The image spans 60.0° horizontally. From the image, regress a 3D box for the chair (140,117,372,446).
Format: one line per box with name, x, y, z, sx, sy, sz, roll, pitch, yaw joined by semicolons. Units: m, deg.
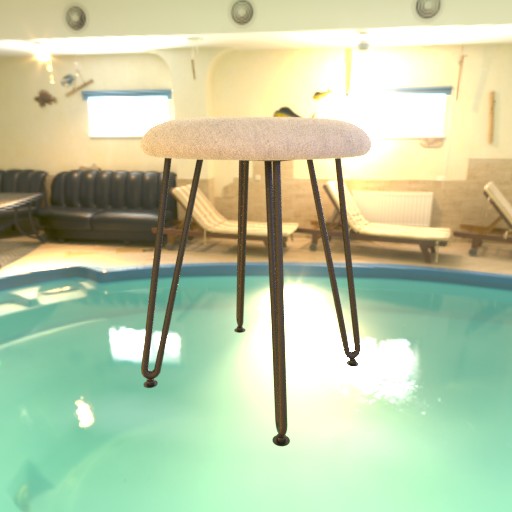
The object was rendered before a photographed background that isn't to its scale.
chair;0.000;0.000;0.651;0.350;0.386;0.350;-3;16;-11
